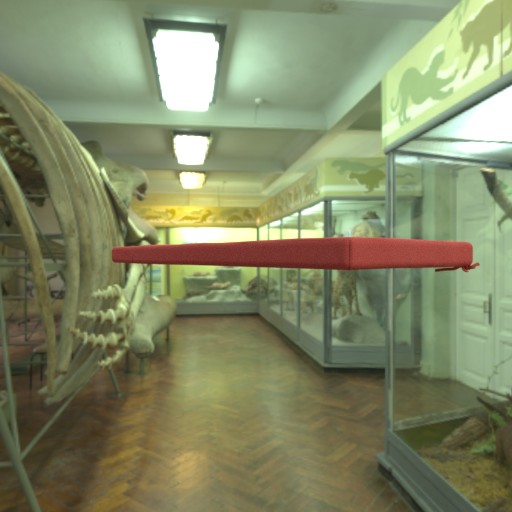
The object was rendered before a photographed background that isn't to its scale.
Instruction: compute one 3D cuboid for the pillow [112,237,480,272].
[{"bbox_3d":[0.000,0.000,1.364,0.492,0.081,1.187,0,0,-38],"label":"pillow"}]
